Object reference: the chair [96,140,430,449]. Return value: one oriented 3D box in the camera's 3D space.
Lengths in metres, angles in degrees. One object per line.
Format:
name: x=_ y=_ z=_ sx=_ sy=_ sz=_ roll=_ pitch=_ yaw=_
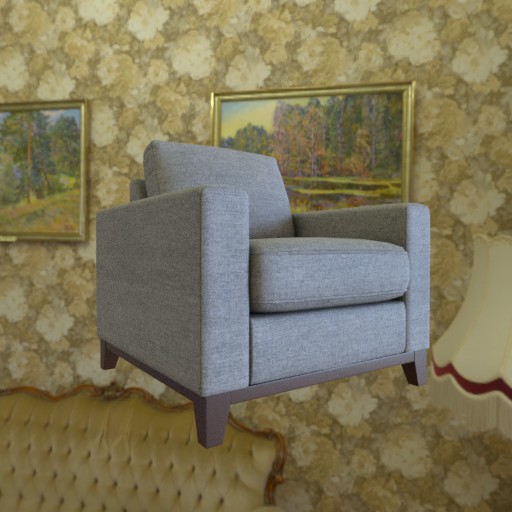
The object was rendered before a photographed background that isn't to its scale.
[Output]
chair: x=0.000 y=0.000 z=1.841 sx=1.024 sy=1.010 sz=1.038 roll=-1 pitch=1 yaw=-35
